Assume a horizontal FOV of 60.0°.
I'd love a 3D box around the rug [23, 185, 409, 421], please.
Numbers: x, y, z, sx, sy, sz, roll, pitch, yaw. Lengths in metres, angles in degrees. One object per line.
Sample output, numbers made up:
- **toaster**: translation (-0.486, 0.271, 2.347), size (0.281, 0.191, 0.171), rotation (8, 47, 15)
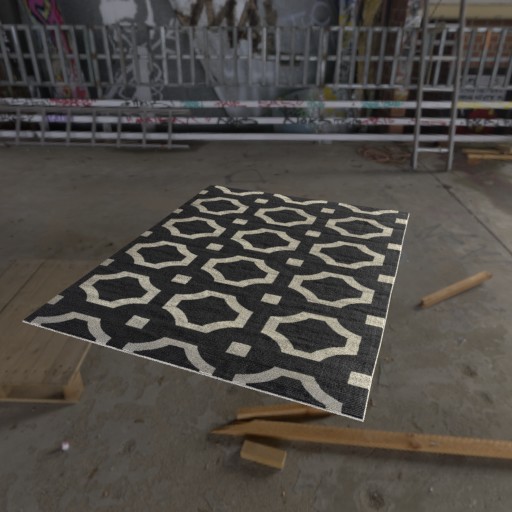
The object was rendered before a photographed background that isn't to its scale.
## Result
- **rug**: translation (0.000, 0.000, 4.070), size (2.466, 0.021, 3.049), rotation (11, 31, 19)
